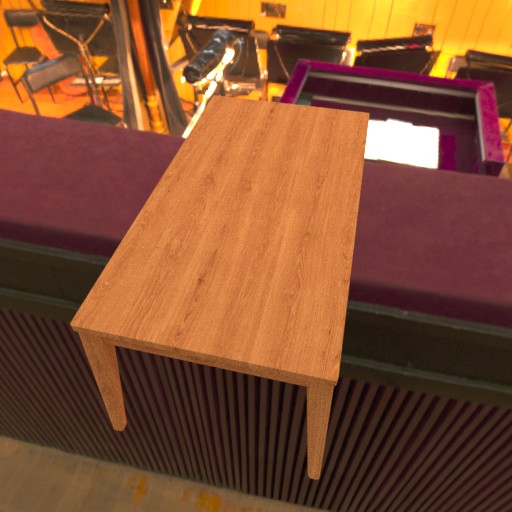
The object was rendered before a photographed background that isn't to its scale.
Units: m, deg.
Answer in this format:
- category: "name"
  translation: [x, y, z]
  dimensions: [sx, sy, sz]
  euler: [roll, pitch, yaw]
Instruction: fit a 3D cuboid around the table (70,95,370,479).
- category: "table"
  translation: [0.000, 0.000, 2.110]
  dimensions: [0.900, 0.760, 1.600]
  euler: [10, 48, 9]
